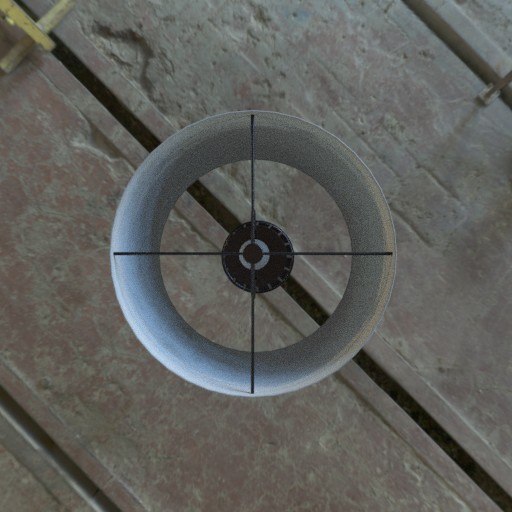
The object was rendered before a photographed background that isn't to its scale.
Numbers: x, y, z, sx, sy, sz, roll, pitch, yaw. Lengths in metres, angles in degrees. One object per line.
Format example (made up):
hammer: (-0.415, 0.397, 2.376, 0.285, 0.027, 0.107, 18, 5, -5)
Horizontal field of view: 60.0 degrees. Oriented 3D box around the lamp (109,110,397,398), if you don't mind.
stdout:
lamp: (0.000, 0.000, 0.791, 0.322, 0.593, 0.322, 0, 90, 1)
